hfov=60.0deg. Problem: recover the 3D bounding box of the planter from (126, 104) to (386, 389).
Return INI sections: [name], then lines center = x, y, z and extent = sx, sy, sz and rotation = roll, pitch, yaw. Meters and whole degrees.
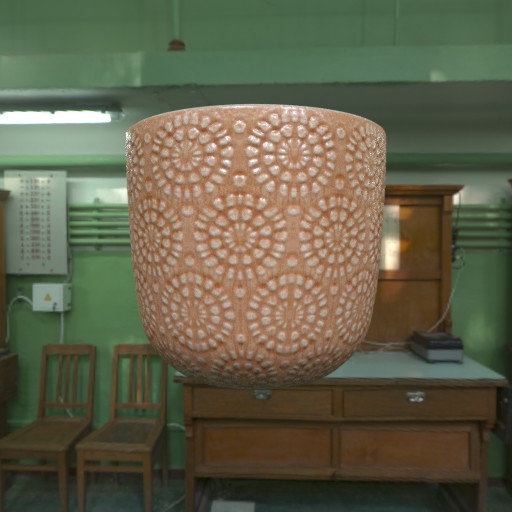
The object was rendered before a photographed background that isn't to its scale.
[planter]
center = 0.000, 0.000, 0.371
extent = 0.208, 0.190, 0.208
rotation = 0, 2, 0
